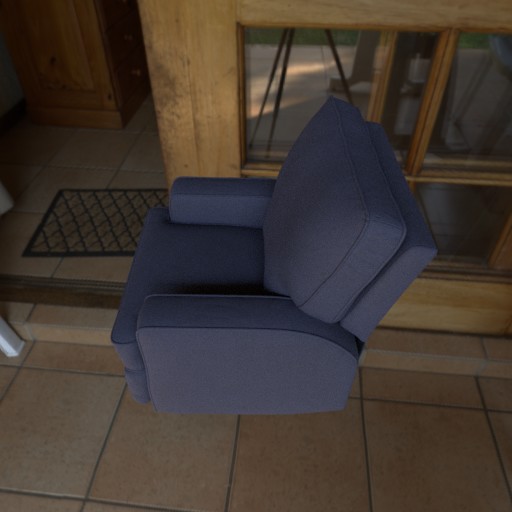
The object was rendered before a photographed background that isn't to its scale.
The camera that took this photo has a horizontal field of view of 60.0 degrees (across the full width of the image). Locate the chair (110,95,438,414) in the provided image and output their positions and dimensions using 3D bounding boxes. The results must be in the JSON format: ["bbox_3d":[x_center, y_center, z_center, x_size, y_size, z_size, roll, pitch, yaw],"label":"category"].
[{"bbox_3d":[0.000,0.000,1.676,0.964,0.962,0.861,0,43,0],"label":"chair"}]
